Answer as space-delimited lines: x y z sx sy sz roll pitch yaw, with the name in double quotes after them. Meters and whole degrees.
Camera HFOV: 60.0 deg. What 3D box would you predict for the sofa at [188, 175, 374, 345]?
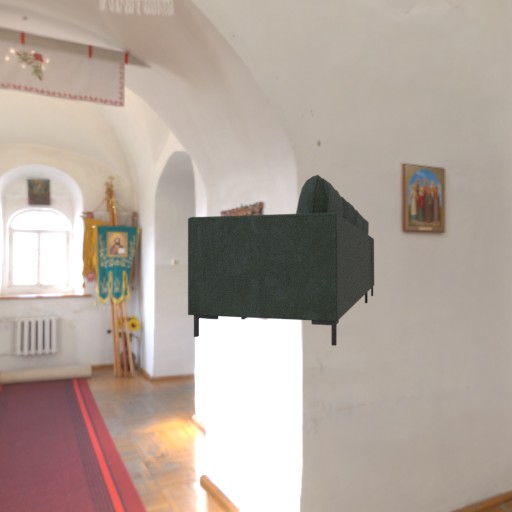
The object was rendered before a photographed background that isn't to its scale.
0.000 0.000 4.339 2.048 0.996 3.384 0 0 18 "sofa"
